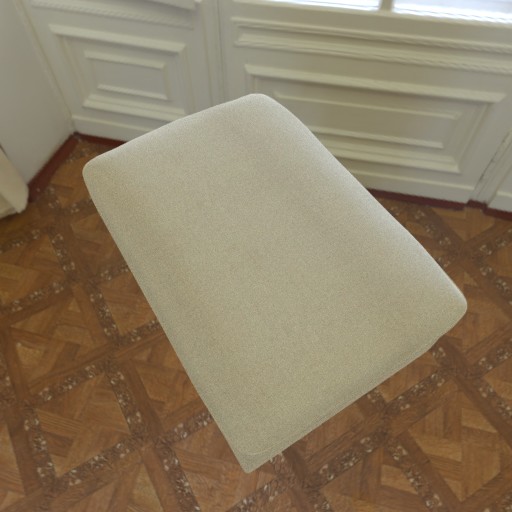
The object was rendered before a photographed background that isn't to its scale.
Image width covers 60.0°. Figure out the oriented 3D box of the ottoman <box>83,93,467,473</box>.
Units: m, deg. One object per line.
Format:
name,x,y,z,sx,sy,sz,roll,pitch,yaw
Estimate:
ottoman,0.000,0.000,1.327,0.686,0.453,0.984,-28,62,-16
